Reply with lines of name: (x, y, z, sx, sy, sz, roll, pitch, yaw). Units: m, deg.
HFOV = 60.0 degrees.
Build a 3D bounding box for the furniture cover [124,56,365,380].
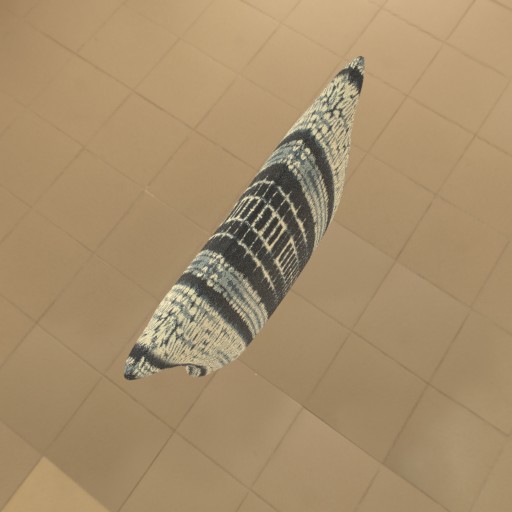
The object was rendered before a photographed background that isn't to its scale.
furniture cover: (0.000, 0.000, 0.661, 0.133, 0.435, 0.425, 34, 78, 8)
